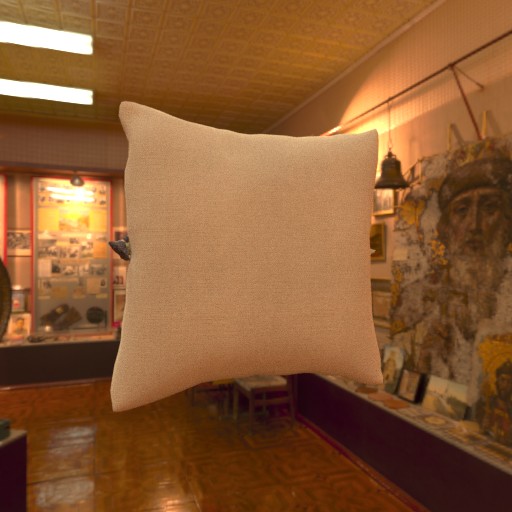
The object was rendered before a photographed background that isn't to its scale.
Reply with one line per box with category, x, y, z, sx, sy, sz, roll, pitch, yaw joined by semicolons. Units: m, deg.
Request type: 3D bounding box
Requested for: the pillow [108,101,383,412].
pillow;0.000;0.000;0.773;0.489;0.481;0.165;0;-1;-18
